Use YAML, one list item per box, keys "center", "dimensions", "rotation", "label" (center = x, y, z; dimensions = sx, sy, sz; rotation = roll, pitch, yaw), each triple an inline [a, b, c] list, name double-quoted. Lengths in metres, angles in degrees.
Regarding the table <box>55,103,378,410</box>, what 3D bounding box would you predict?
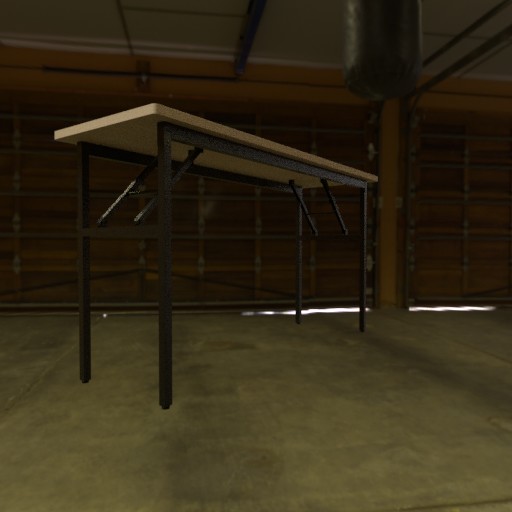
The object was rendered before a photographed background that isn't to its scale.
- center: [0.000, 0.000, 1.738]
  dimensions: [0.447, 0.750, 1.397]
  rotation: [1, 2, 37]
  label: "table"
